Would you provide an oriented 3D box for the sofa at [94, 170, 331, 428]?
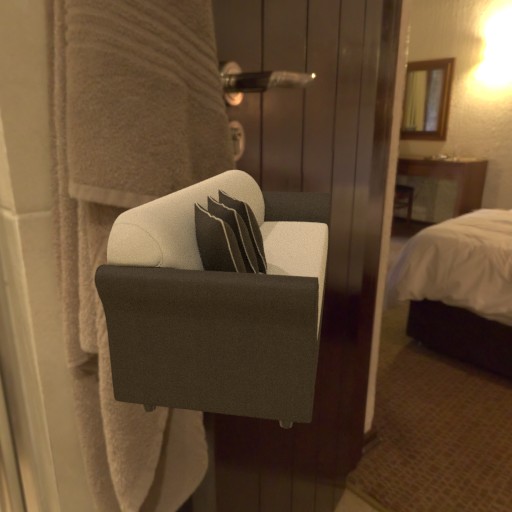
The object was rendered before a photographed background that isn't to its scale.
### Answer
[{"bbox_3d":[0.000,0.000,2.431,0.755,0.787,2.001,3,17,10],"label":"sofa"}]
